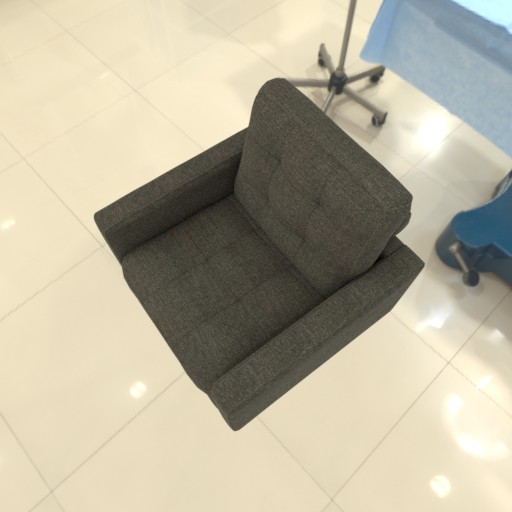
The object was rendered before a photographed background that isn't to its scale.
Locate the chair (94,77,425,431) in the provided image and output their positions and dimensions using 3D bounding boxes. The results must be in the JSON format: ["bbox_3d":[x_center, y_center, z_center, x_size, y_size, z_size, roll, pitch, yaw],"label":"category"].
[{"bbox_3d":[0.000,0.000,1.576,0.843,0.880,0.821,-33,68,-16],"label":"chair"}]
